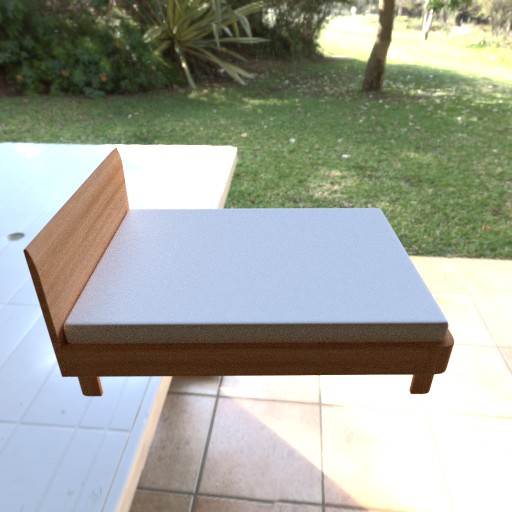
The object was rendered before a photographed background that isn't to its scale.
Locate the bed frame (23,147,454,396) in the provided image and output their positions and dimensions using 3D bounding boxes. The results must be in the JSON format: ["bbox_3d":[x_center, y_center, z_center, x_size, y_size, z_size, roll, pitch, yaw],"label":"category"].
[{"bbox_3d":[0.000,0.000,2.759,1.992,0.940,1.472,0,31,0],"label":"bed frame"}]
